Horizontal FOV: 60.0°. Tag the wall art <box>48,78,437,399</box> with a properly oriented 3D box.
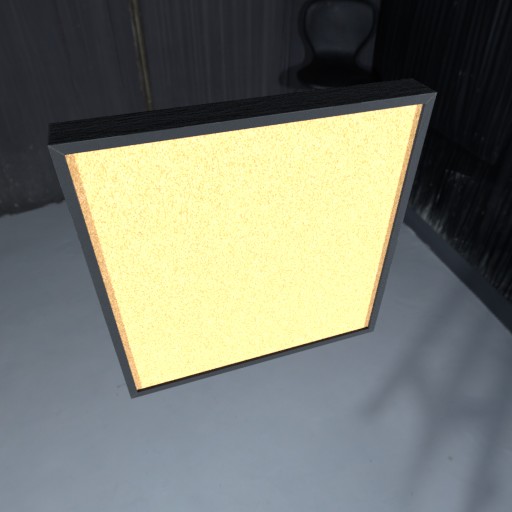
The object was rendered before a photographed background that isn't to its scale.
[{"bbox_3d":[0.000,0.000,0.444,0.305,0.305,0.037,-12,42,-14],"label":"wall art"}]
